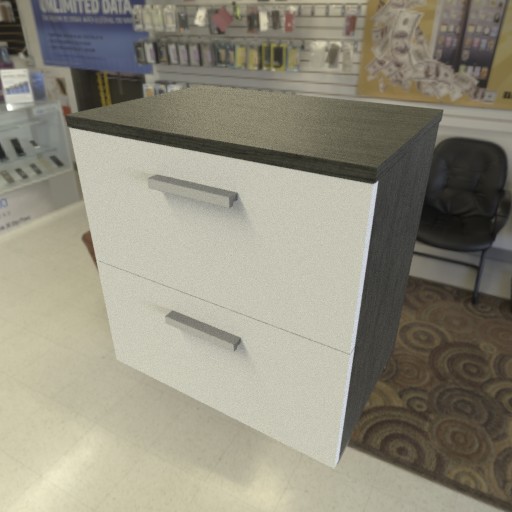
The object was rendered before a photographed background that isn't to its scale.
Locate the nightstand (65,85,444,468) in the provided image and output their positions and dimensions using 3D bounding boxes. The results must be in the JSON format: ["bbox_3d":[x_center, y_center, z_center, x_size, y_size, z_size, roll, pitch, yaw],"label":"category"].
[{"bbox_3d":[0.000,0.000,0.736,0.441,0.460,0.325,17,33,27],"label":"nightstand"}]
